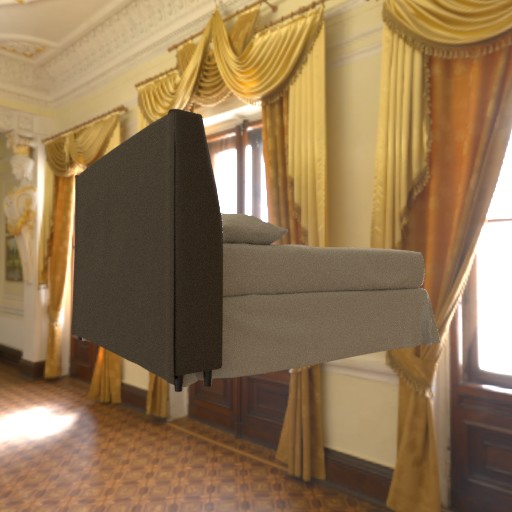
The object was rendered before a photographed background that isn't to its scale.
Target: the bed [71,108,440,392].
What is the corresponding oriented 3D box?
[{"bbox_3d":[0.000,0.000,3.433,2.276,1.332,1.925,1,-2,-35],"label":"bed"}]
